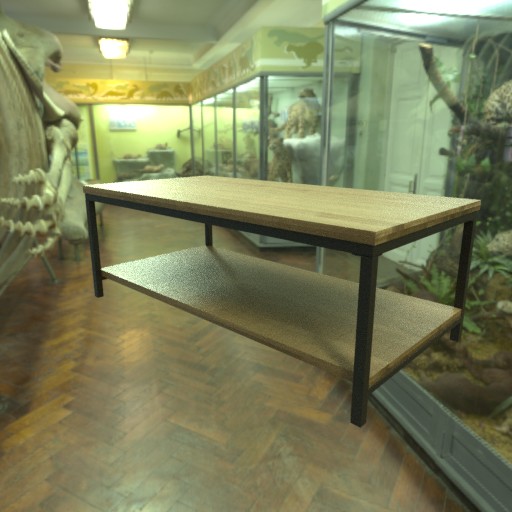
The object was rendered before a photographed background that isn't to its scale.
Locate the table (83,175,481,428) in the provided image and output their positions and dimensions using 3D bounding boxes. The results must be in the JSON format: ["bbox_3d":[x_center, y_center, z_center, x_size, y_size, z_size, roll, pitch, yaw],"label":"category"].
[{"bbox_3d":[0.000,0.000,1.382,1.100,0.399,0.551,14,20,42],"label":"table"}]
